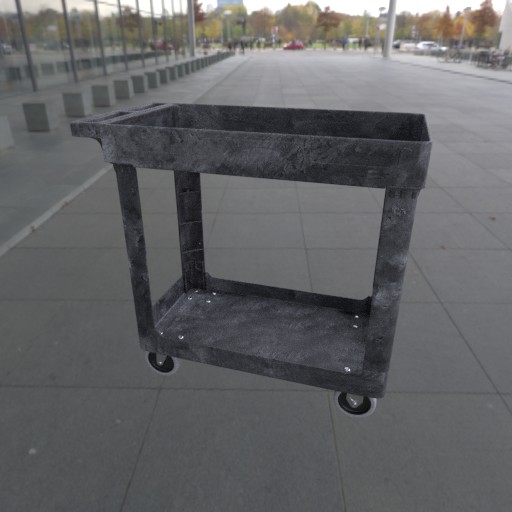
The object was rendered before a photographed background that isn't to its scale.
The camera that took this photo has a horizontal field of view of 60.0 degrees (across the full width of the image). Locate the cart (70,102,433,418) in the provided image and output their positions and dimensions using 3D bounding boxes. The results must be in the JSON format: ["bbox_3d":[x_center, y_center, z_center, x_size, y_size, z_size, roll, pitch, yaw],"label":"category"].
[{"bbox_3d":[0.000,0.000,1.364,0.877,0.824,0.420,8,27,15],"label":"cart"}]
